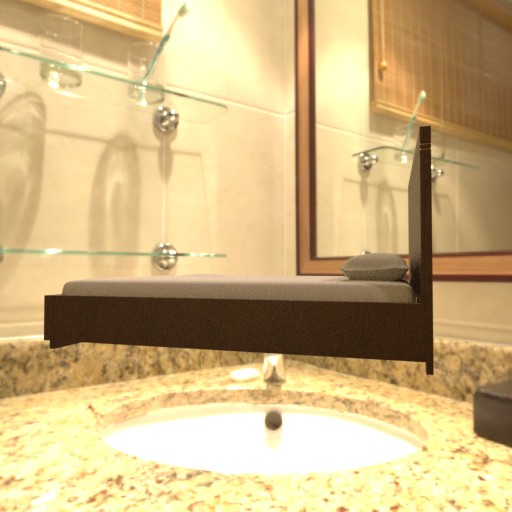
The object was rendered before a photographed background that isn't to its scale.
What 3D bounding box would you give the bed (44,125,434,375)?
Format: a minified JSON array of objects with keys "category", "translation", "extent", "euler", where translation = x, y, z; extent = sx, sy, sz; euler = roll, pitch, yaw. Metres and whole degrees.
[{"category":"bed","translation":[0.000,0.000,3.169],"extent":[2.221,1.169,1.613],"euler":[0,-2,17]}]
